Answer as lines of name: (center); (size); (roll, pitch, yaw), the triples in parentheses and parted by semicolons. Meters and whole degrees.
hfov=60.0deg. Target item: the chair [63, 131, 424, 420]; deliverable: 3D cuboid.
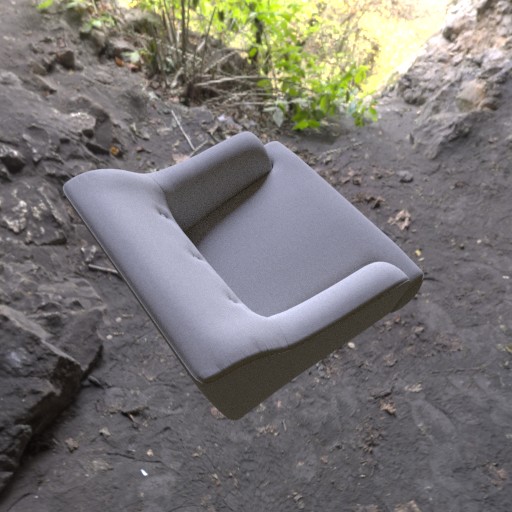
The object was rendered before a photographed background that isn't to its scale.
chair: (0.000, 0.000, 1.700); (0.951, 0.818, 0.946); (-33, 64, -19)
